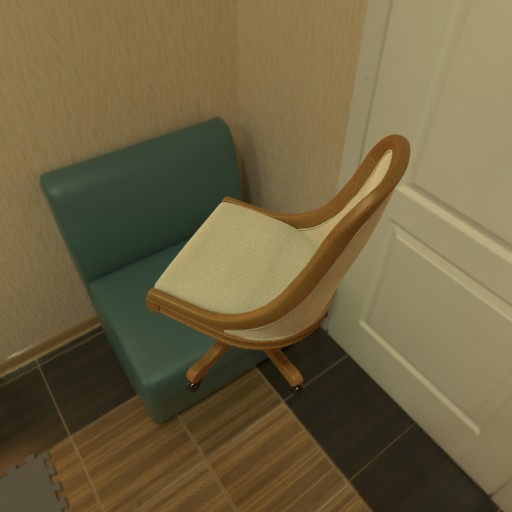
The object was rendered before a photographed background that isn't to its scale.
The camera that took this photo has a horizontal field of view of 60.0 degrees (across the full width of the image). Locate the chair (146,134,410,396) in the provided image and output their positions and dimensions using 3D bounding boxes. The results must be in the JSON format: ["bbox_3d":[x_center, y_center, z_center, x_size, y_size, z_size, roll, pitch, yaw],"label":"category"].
[{"bbox_3d":[0.000,0.000,1.554,0.811,1.009,0.702,19,49,17],"label":"chair"}]
